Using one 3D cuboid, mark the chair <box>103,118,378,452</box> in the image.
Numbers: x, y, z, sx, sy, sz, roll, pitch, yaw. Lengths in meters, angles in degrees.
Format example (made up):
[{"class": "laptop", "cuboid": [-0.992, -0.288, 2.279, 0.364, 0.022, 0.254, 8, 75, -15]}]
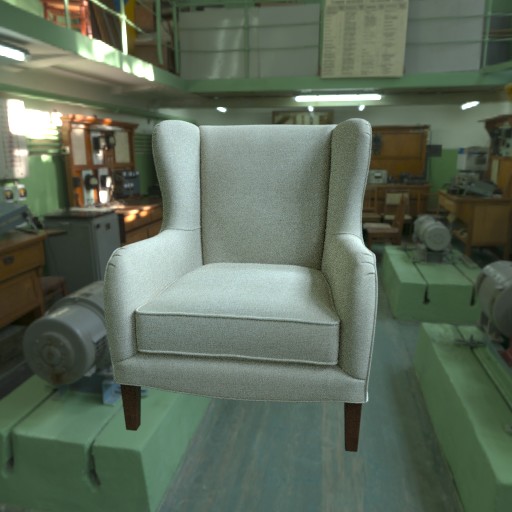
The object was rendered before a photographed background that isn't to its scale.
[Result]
[{"class": "chair", "cuboid": [0.000, 0.000, 1.727, 0.838, 1.040, 0.966, 2, 14, 8]}]
